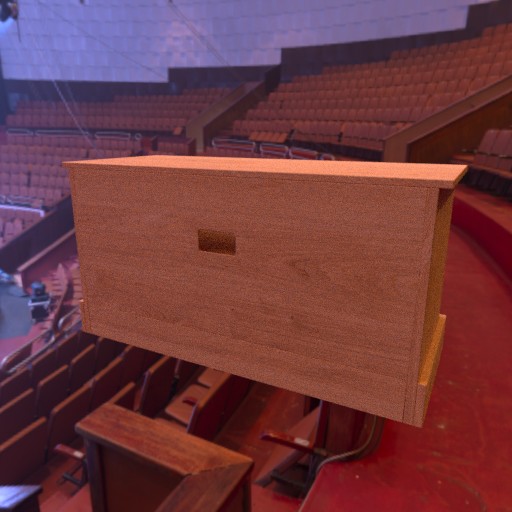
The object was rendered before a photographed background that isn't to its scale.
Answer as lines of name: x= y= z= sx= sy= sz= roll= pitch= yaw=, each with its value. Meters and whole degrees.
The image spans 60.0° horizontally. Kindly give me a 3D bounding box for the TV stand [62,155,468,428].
TV stand: x=0.000 y=0.000 z=1.342 sx=1.080 sy=0.550 sz=0.440 roll=8 pitch=18 yaw=27
